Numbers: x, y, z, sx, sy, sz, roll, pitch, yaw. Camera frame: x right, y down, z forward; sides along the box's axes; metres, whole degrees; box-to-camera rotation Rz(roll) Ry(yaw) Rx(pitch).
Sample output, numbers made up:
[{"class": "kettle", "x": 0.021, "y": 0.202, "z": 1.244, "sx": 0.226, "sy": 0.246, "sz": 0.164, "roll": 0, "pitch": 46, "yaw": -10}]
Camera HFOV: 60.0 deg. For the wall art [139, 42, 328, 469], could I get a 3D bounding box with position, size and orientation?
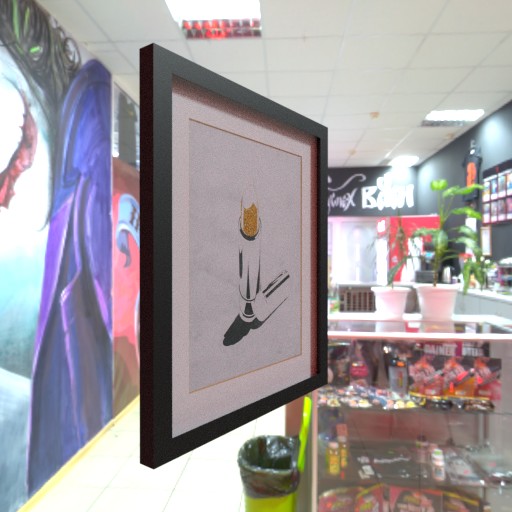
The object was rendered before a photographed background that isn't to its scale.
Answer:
[{"class": "wall art", "x": 0.000, "y": 0.000, "z": 0.533, "sx": 0.019, "sy": 0.381, "sz": 0.330, "roll": 0, "pitch": 0, "yaw": 37}]
